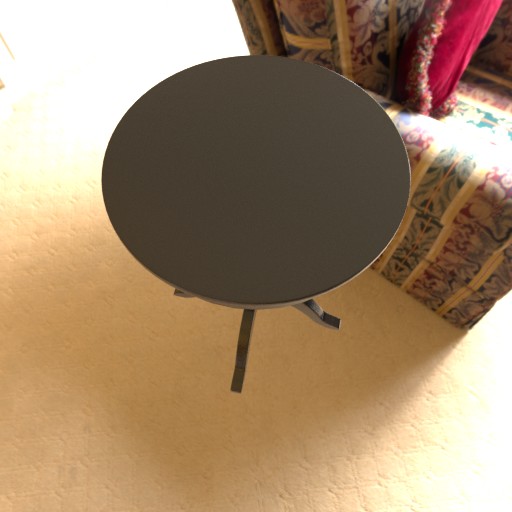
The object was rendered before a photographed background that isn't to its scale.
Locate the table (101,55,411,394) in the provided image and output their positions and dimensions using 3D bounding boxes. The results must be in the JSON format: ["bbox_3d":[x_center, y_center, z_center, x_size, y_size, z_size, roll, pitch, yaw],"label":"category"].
[{"bbox_3d":[0.000,0.000,0.985,0.481,0.665,0.481,0,63,0],"label":"table"}]
